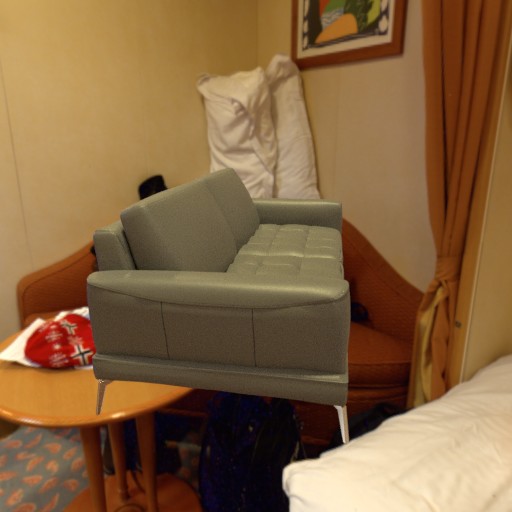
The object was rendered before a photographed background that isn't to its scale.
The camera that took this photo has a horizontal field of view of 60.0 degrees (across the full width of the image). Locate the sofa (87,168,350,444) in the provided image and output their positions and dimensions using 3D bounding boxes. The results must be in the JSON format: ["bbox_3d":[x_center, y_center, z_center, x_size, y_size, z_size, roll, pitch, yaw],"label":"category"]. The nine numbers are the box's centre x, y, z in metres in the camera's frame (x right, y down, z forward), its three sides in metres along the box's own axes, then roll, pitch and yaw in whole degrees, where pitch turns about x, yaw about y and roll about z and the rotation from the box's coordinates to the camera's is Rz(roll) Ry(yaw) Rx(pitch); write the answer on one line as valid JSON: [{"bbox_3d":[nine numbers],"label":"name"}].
[{"bbox_3d":[0.000,0.000,2.743,1.121,0.930,2.177,3,17,9],"label":"sofa"}]
